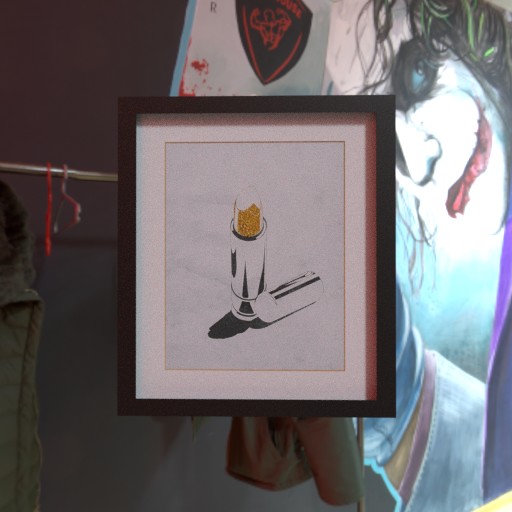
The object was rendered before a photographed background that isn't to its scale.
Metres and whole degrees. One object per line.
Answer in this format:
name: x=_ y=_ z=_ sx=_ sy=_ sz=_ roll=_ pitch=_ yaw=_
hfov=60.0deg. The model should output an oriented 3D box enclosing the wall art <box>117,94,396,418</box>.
wall art: x=0.000 y=0.000 z=0.535 sx=0.330 sy=0.381 sz=0.019 roll=0 pitch=0 yaw=1
